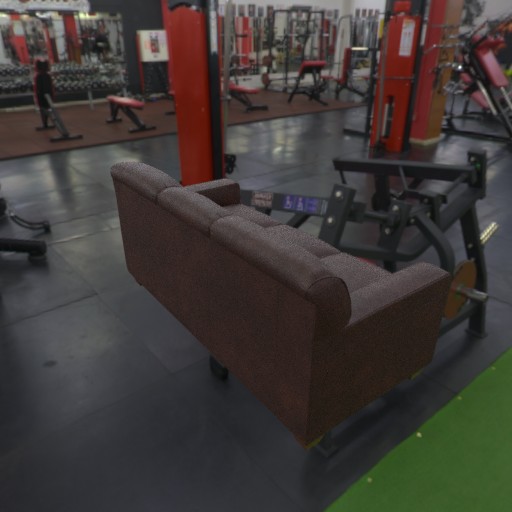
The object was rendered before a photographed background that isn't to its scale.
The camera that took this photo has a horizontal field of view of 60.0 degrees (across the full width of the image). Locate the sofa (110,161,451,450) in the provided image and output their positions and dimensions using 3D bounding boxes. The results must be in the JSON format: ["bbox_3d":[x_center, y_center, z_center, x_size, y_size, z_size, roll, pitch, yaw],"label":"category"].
[{"bbox_3d":[0.000,0.000,2.724,1.008,0.953,2.039,-18,32,-32],"label":"sofa"}]
